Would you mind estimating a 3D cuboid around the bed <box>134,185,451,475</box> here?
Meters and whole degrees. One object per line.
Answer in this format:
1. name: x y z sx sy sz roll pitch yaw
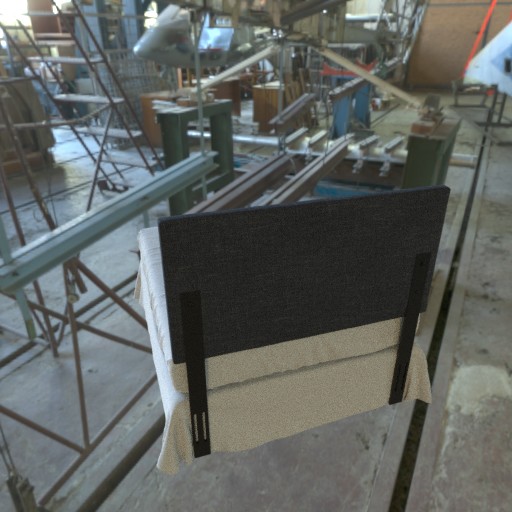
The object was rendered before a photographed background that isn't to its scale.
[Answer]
1. bed: 0.000 0.000 3.456 1.936 1.577 2.222 -8 28 -16
